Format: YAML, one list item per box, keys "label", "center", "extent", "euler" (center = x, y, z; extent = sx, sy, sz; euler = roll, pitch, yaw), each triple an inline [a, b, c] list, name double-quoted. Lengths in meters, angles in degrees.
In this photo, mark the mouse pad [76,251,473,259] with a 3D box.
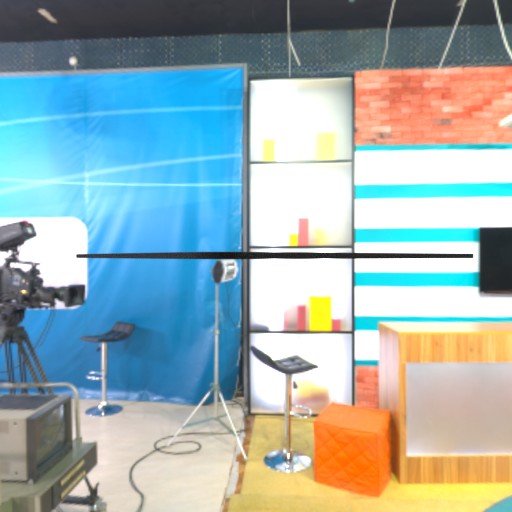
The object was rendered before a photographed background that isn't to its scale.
- label: "mouse pad"
  center: [0.000, 0.000, 0.323]
  extent: [0.203, 0.003, 0.229]
  euler: [0, 0, -36]
